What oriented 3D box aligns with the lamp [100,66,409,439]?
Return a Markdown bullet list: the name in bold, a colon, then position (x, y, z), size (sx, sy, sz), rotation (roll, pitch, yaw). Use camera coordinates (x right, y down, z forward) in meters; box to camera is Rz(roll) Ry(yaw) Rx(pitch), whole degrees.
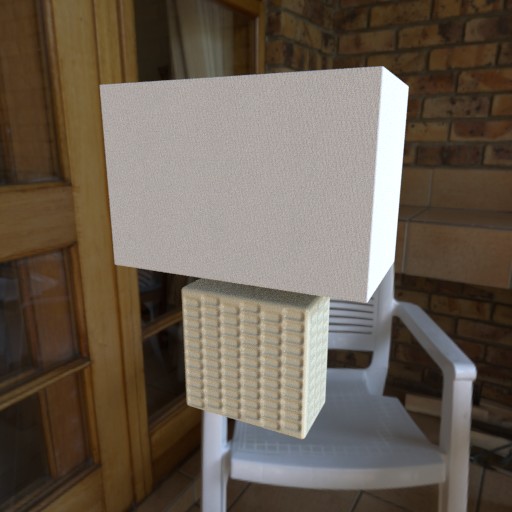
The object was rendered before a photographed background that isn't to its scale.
- **lamp**: position (0.000, 0.000, 0.676), size (0.380, 0.515, 0.200), rotation (7, 16, 25)
